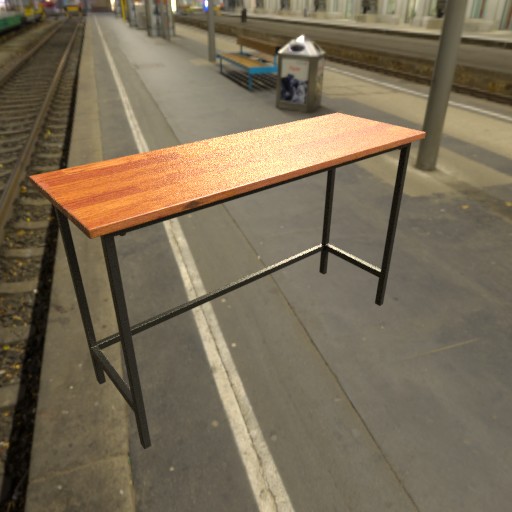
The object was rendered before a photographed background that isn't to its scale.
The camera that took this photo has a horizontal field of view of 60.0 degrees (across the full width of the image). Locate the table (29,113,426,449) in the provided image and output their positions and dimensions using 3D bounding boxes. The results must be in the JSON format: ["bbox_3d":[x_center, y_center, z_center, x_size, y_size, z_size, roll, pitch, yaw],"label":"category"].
[{"bbox_3d":[0.000,0.000,1.538,1.204,0.740,0.408,-22,37,-33],"label":"table"}]
